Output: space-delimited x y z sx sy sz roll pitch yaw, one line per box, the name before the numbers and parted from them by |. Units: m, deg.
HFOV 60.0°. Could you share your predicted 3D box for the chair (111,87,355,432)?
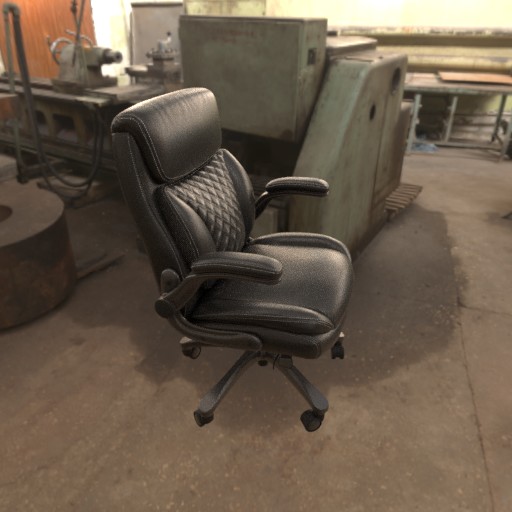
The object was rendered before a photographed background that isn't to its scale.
chair | 0.000 0.000 1.633 0.724 1.110 0.782 9 30 16
